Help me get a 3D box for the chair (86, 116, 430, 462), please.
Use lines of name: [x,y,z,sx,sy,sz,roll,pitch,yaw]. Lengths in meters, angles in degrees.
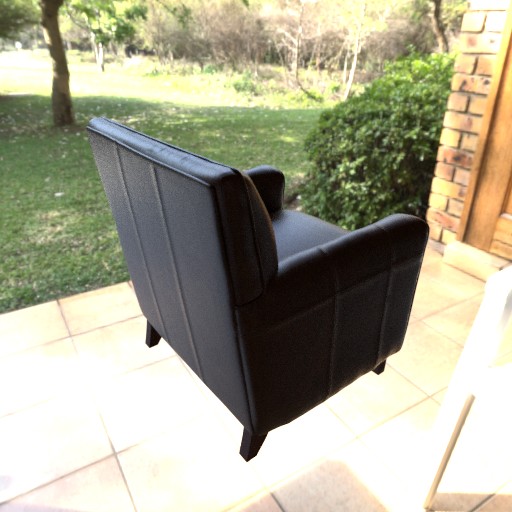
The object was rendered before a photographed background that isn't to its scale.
chair: [0.000,0.000,1.596,0.823,0.943,0.870,-19,33,-33]
